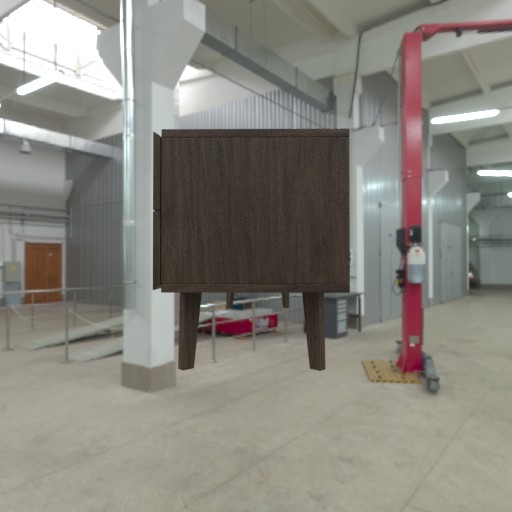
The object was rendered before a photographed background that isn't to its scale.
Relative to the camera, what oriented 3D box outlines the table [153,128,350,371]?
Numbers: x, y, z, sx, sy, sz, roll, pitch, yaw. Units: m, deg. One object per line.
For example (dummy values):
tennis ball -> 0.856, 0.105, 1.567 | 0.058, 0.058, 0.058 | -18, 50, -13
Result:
table -> 0.000, 0.000, 1.608 | 0.405, 0.508, 1.397 | 0, -1, 1
